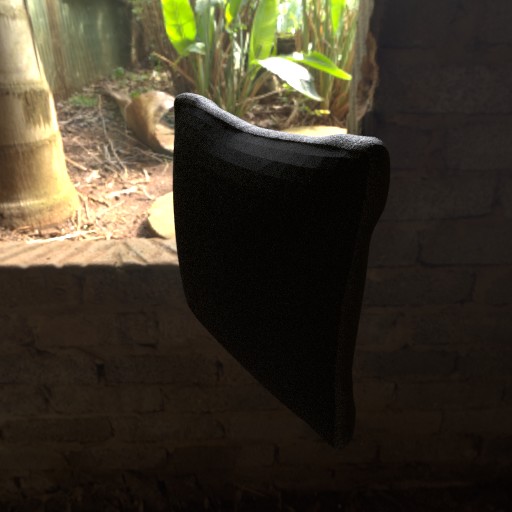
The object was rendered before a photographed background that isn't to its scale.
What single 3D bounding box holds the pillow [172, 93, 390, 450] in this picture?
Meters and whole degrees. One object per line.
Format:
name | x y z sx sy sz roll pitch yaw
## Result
pillow | 0.000 0.000 0.811 0.210 0.523 0.533 -19 34 -31
